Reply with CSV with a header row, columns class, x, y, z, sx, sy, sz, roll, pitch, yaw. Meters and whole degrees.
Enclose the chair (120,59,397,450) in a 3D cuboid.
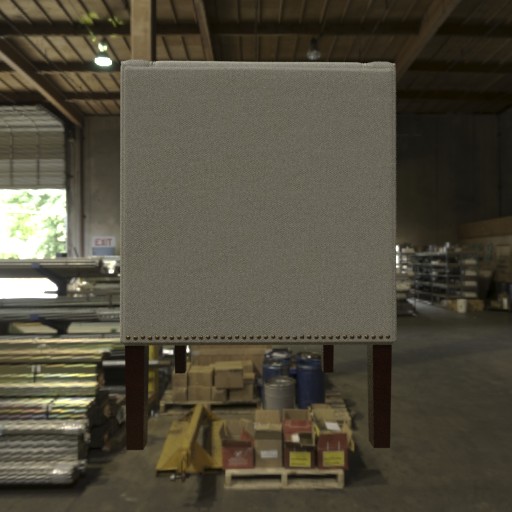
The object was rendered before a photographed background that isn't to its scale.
class,x,y,z,sx,sy,sz,roll,pitch,yaw
chair,0.000,0.000,1.342,0.628,0.872,0.748,0,0,-1
